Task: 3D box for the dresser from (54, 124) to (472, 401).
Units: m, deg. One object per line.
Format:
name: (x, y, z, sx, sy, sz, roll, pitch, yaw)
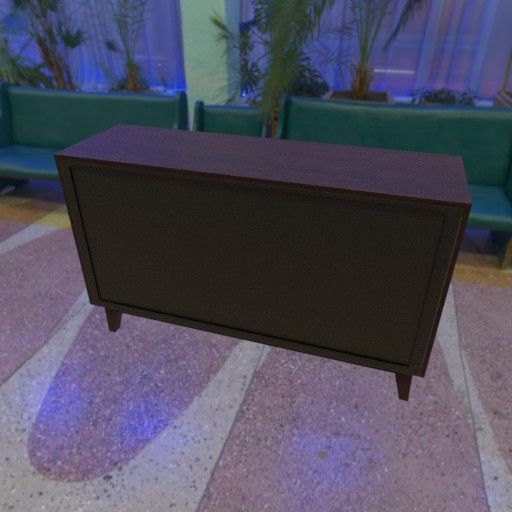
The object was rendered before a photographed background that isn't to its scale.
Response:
dresser: (0.000, 0.000, 2.078, 1.609, 0.971, 0.499, 10, 33, 15)
